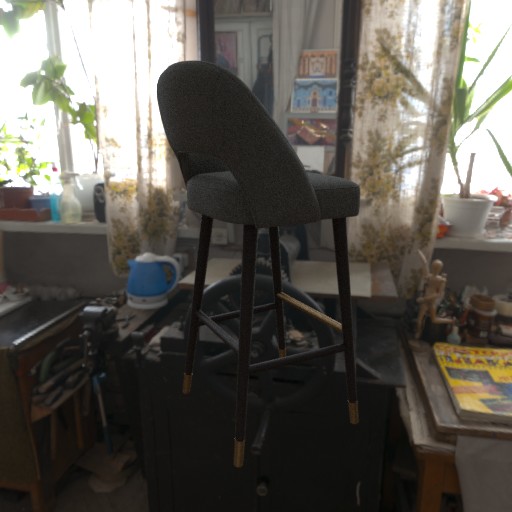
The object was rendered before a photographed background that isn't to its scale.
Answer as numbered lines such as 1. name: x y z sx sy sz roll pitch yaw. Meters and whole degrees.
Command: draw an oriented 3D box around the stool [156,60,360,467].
1. stool: 0.000 0.000 1.396 0.524 1.089 0.536 -8 16 -28
